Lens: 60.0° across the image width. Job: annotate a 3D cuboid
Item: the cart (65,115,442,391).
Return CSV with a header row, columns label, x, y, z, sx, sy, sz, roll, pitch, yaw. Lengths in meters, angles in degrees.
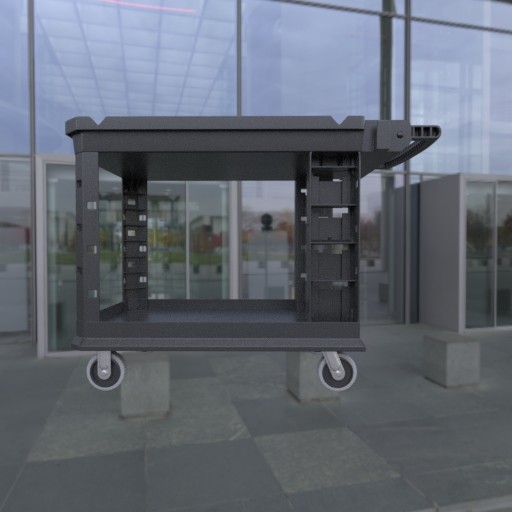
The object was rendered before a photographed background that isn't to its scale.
label,x,y,z,sx,sy,sz,roll,pitch,yaw
cart,0.000,0.000,1.721,1.239,0.884,0.674,0,1,1
